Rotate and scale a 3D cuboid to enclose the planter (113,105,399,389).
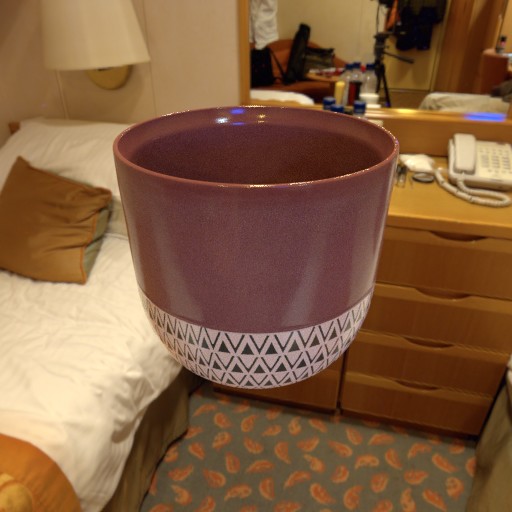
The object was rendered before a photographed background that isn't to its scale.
[{"bbox_3d":[0.000,0.000,0.493,0.266,0.270,0.266,0,30,0],"label":"planter"}]
